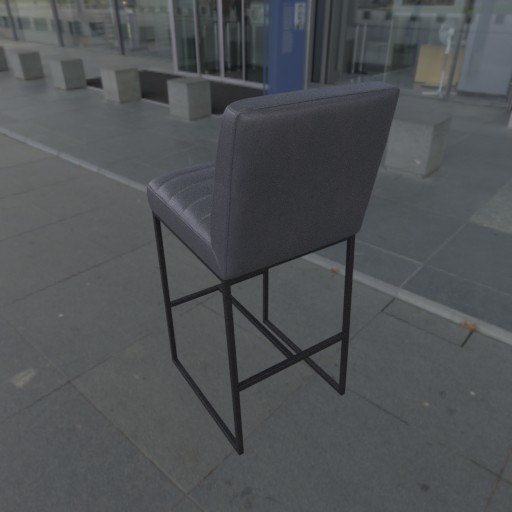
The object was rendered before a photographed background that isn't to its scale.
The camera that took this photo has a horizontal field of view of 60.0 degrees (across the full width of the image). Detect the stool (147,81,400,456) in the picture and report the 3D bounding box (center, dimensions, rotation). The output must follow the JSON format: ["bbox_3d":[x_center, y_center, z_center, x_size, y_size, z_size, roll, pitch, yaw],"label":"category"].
[{"bbox_3d":[0.000,0.000,1.357,0.457,1.040,0.552,-19,36,-29],"label":"stool"}]
